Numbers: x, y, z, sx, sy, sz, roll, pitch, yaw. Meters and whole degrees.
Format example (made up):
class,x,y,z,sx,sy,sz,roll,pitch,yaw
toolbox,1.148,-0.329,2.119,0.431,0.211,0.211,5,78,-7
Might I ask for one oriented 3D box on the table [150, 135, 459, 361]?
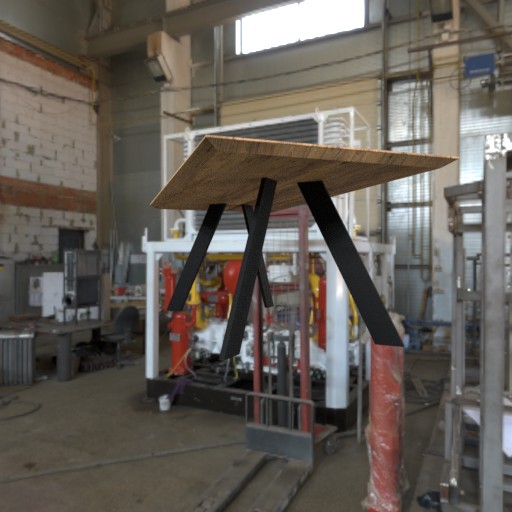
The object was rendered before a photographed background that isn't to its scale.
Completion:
class,x,y,z,sx,sy,sz,roll,pitch,yaw
table,0.000,0.000,2.512,1.000,0.770,2.000,0,0,-18
